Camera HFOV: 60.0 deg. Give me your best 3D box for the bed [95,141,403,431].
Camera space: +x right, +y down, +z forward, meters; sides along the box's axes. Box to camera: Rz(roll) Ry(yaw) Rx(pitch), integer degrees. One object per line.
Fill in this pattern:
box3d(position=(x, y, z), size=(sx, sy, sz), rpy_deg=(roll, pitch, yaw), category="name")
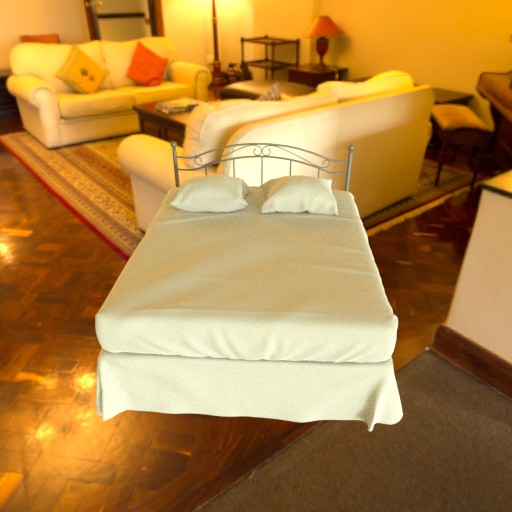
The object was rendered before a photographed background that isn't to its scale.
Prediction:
box3d(position=(0.000, 0.000, 3.300), size=(1.936, 1.080, 2.215), rpy_deg=(2, 31, 3), category="bed")
